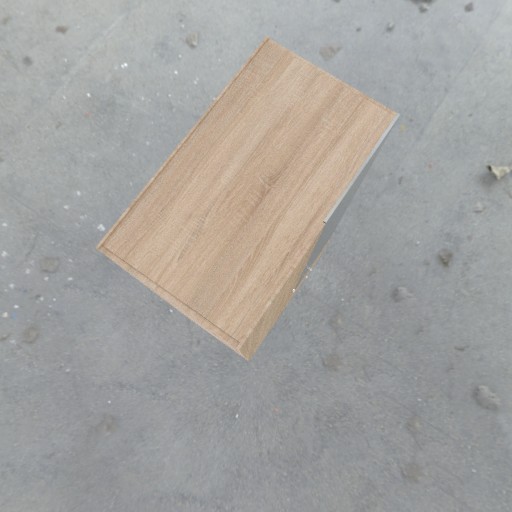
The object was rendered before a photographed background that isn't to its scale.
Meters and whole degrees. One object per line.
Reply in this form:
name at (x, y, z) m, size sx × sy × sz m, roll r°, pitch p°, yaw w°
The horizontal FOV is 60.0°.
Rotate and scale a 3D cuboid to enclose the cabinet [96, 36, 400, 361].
cabinet at (0.000, 0.000, 2.540) m, size 0.590 × 2.121 × 1.001 m, roll 34°, pitch 78°, yaw 8°
